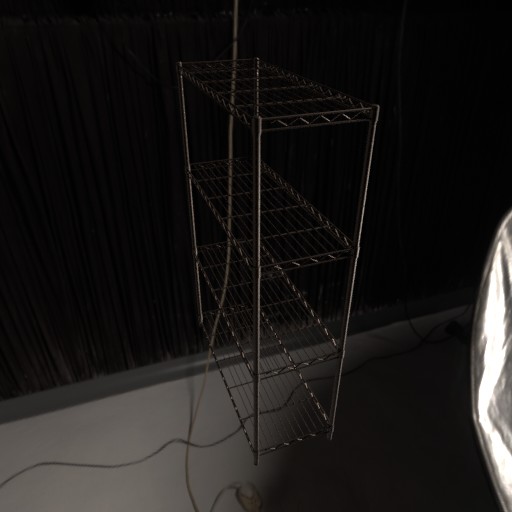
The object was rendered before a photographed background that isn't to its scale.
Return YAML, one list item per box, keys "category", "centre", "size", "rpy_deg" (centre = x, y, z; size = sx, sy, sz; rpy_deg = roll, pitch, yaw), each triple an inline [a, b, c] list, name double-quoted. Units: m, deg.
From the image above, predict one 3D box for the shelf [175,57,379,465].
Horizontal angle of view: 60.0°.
- category: "shelf"
  centre: [0.000, 0.000, 1.807]
  size: [0.352, 1.361, 0.907]
  rpy_deg: [-11, 33, -17]
